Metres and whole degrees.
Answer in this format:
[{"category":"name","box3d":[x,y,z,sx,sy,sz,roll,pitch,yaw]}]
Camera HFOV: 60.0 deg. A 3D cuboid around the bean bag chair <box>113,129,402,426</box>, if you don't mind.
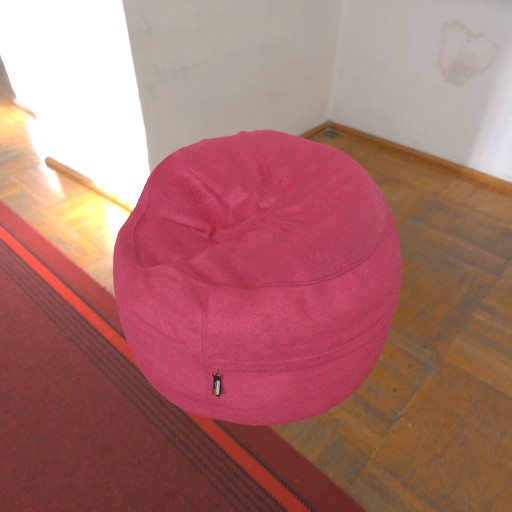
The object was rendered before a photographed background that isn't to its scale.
[{"category":"bean bag chair","box3d":[0.000,0.000,1.921,1.218,0.788,1.218,0,41,0]}]
